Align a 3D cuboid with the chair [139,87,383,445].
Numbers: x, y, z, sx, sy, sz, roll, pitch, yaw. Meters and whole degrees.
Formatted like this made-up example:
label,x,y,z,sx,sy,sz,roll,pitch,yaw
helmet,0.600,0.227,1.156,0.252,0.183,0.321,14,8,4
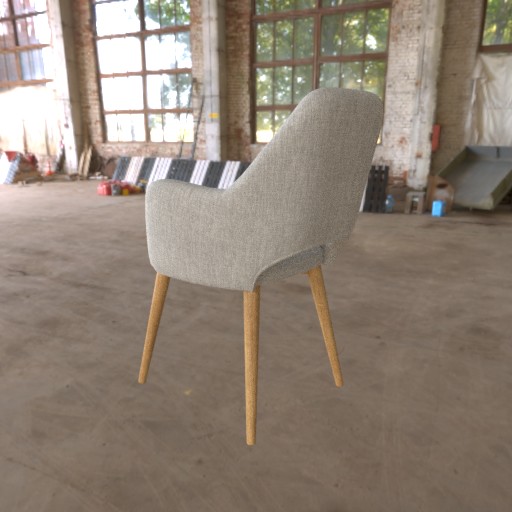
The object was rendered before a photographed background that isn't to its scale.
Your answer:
label,x,y,z,sx,sy,sz,roll,pitch,yaw
chair,0.000,0.000,1.234,0.590,0.840,0.610,-15,22,-42
